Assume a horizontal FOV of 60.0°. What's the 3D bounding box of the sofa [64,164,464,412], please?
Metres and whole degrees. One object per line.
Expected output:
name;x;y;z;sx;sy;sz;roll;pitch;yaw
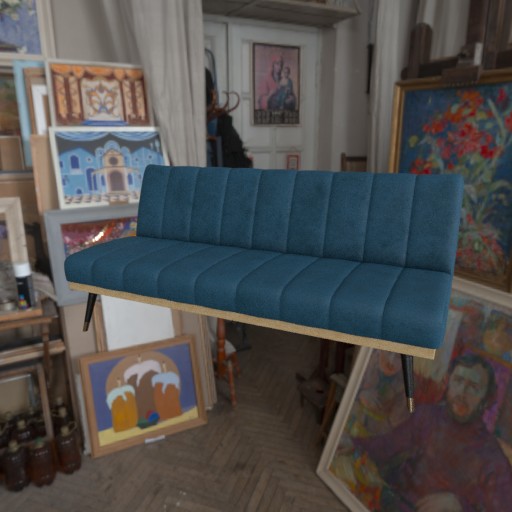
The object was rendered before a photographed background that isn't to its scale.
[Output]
sofa;0.000;0.000;2.222;1.810;0.825;0.830;7;17;24
